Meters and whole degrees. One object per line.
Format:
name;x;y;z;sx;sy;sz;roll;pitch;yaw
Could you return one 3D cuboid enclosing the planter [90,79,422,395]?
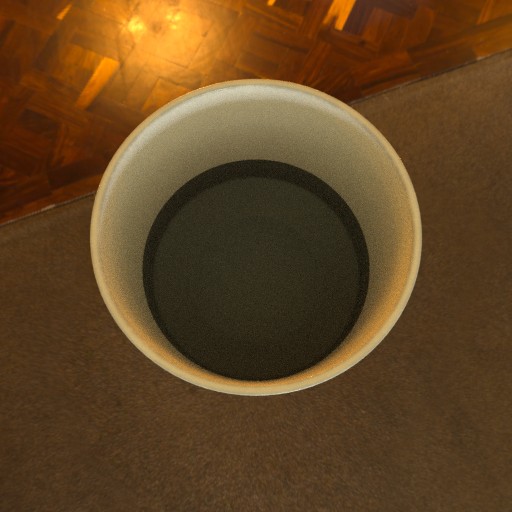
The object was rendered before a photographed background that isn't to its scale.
planter;0.000;0.000;0.222;0.128;0.105;0.128;0;76;0
